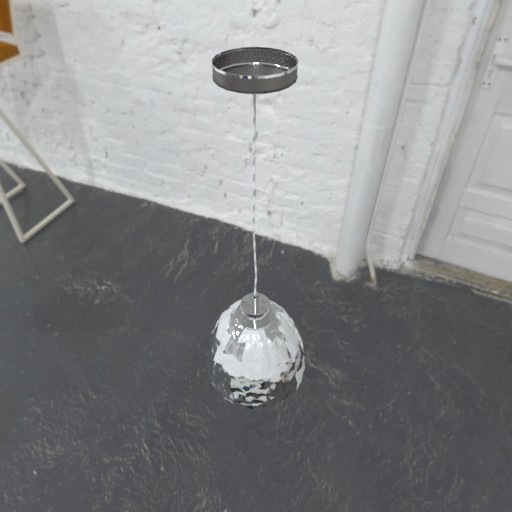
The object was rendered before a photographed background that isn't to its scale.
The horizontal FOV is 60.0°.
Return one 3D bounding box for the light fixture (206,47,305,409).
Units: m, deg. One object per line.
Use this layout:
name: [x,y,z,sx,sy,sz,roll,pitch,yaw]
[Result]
light fixture: [0.000,0.000,1.782,0.500,1.511,0.496,2,42,2]
